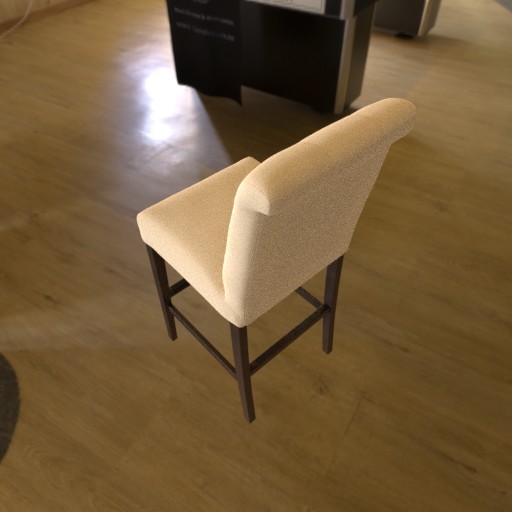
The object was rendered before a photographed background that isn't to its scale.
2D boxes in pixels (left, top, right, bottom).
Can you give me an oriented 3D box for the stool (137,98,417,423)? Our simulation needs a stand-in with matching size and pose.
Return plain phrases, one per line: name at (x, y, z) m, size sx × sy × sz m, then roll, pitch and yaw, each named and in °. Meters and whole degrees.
stool at (0.000, 0.000, 1.420) m, size 0.482 × 1.118 × 0.610 m, roll -33°, pitch 55°, yaw -28°
